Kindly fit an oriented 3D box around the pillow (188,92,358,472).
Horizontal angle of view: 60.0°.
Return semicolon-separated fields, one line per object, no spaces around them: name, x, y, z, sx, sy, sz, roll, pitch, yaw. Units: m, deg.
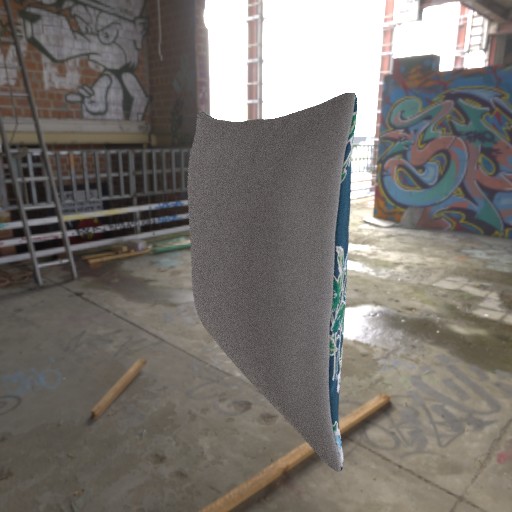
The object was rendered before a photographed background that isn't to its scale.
pillow;0.000;0.000;0.783;0.166;0.508;0.525;-7;17;-25
